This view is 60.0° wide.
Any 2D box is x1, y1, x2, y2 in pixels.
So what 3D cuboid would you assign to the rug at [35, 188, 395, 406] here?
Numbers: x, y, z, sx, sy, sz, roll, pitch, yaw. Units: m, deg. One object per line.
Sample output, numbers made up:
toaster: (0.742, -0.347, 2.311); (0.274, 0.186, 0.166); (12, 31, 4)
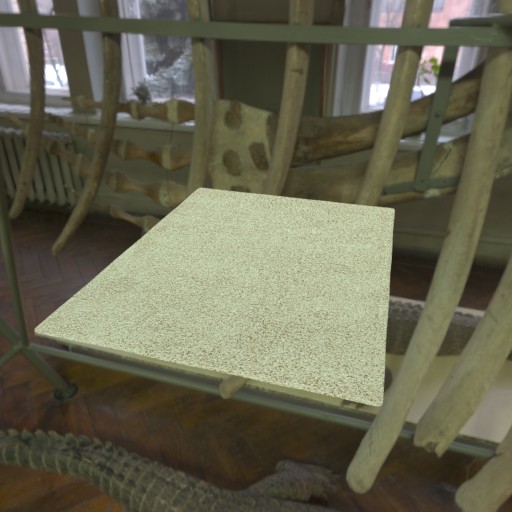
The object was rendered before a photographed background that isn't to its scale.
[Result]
rug: (0.000, 0.000, 4.151); (2.438, 0.029, 3.047); (8, 30, 14)
